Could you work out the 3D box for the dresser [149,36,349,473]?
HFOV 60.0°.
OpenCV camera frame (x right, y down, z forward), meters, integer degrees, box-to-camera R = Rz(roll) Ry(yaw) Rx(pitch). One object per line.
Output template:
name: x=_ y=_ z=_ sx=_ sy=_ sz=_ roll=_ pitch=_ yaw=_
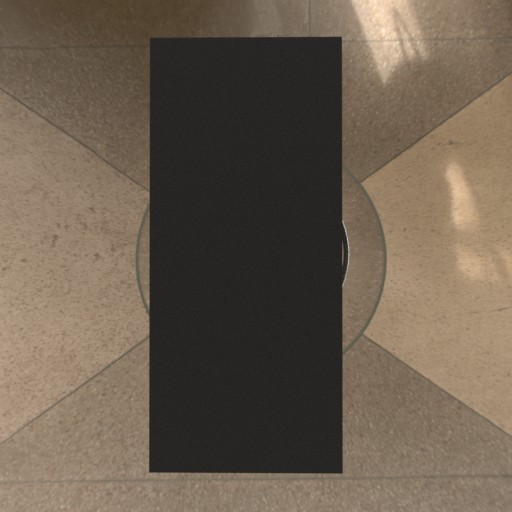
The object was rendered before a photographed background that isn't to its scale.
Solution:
dresser: x=0.000 y=0.000 z=1.121 sx=0.360 sy=0.720 sz=0.750 roll=0 pitch=90 yaw=1
